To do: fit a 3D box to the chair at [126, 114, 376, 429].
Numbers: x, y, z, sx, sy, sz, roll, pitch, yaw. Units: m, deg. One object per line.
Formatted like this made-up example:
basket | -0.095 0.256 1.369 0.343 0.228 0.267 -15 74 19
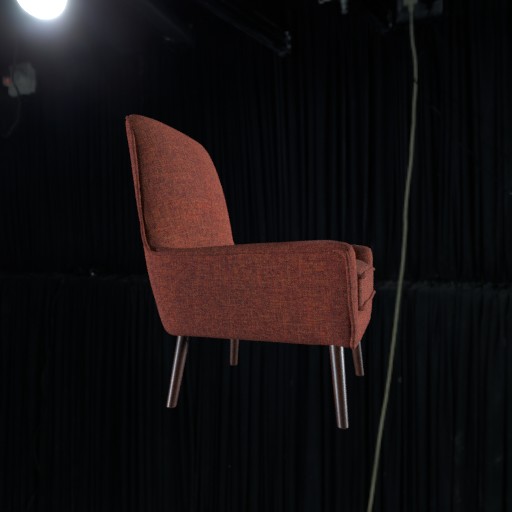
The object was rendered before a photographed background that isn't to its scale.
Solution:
chair | 0.000 0.000 1.540 0.784 0.911 0.803 0 0 18
